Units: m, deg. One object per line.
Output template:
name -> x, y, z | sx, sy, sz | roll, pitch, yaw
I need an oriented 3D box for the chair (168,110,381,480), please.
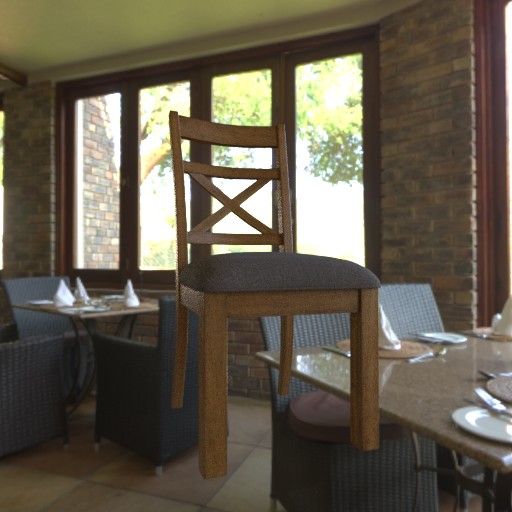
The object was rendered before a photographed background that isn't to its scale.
chair -> 0.000, 0.000, 1.269 | 0.470, 0.949, 0.581 | 0, -1, -21
